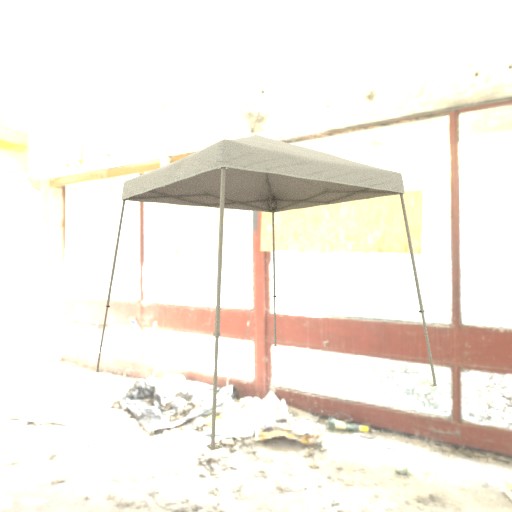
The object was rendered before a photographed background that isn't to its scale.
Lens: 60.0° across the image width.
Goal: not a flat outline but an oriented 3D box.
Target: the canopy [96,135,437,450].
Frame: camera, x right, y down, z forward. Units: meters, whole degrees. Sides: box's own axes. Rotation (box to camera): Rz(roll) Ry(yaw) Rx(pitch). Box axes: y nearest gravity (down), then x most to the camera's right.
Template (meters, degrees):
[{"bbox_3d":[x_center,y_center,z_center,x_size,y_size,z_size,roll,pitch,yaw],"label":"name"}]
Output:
[{"bbox_3d":[0.000,0.000,6.563,3.600,3.600,3.599,1,-1,-36],"label":"canopy"}]
